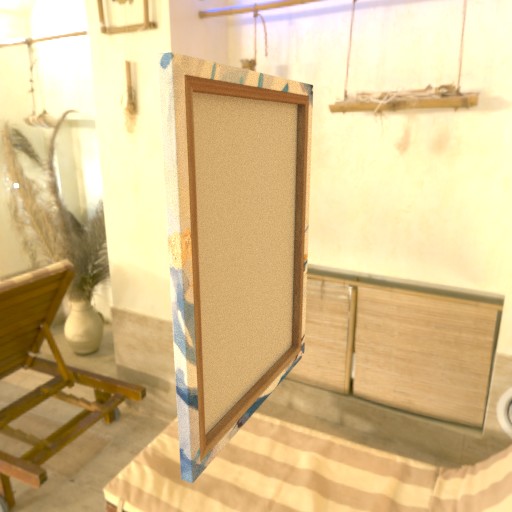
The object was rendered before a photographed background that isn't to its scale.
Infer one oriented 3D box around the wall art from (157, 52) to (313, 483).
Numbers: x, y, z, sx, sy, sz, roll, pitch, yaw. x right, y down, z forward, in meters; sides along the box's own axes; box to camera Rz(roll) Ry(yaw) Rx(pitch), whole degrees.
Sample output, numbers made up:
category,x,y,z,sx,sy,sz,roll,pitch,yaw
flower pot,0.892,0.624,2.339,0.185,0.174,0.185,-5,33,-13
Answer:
category,x,y,z,sx,sy,sz,roll,pitch,yaw
wall art,0.000,0.000,1.322,0.038,1.015,0.761,8,18,27
